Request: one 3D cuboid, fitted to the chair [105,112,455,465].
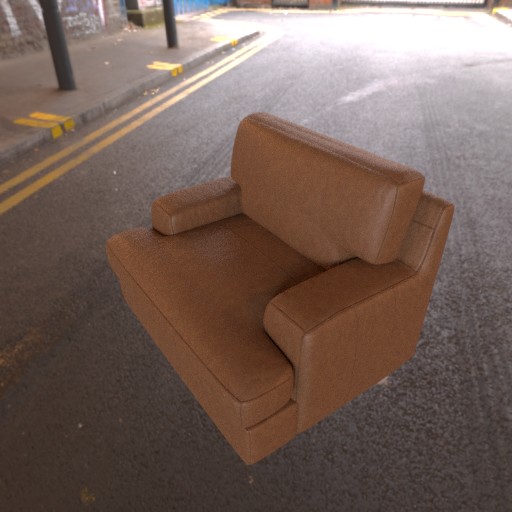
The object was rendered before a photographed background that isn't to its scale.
[{"bbox_3d":[0.000,0.000,2.001,1.050,0.978,1.276,-21,39,-29],"label":"chair"}]
